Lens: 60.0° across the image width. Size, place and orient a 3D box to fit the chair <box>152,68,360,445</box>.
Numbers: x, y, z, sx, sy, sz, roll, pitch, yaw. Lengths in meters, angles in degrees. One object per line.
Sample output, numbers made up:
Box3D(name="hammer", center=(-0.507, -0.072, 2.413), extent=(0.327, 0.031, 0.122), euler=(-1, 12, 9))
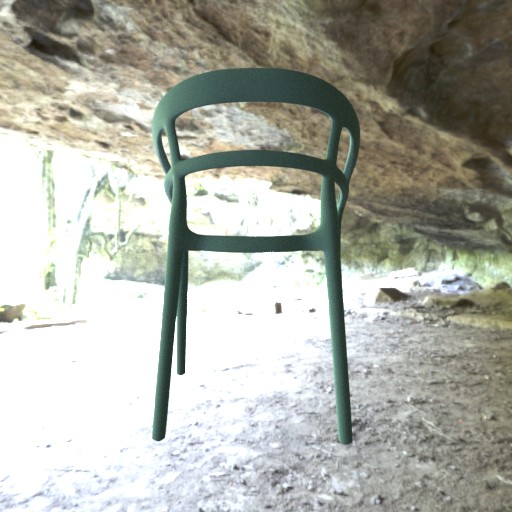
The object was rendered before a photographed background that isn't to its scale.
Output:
Box3D(name="chair", center=(0.000, 0.000, 1.151), extent=(0.559, 0.761, 0.527), euler=(0, 1, 2))
